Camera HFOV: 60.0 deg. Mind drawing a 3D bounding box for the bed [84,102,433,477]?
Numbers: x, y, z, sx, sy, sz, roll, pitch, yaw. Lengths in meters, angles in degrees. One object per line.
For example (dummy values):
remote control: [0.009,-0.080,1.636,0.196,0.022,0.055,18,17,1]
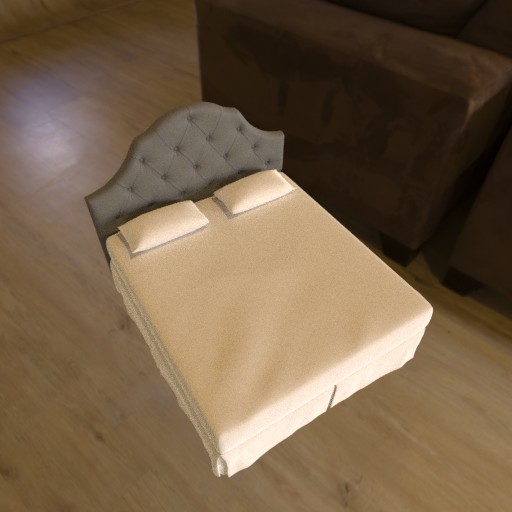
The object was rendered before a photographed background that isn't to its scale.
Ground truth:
bed: [0.000,0.000,3.541,2.008,1.615,2.214,-24,51,-21]
